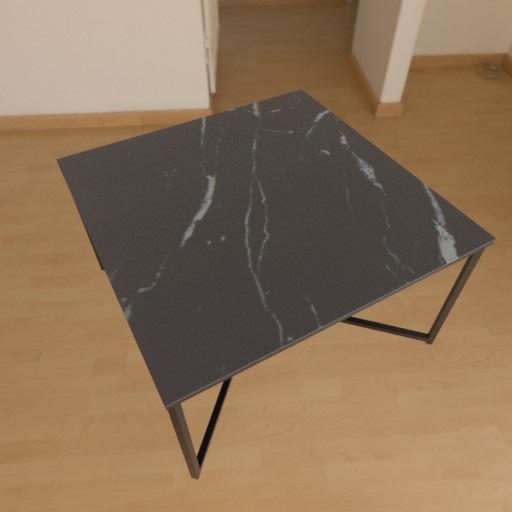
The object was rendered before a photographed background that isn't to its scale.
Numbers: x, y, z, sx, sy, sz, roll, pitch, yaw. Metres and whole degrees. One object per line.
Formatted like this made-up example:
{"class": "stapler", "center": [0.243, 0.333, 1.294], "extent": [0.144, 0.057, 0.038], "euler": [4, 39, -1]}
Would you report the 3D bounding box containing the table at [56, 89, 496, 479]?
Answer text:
{"class": "table", "center": [0.000, 0.000, 1.271], "extent": [0.800, 0.450, 0.800], "euler": [-23, 52, -19]}
